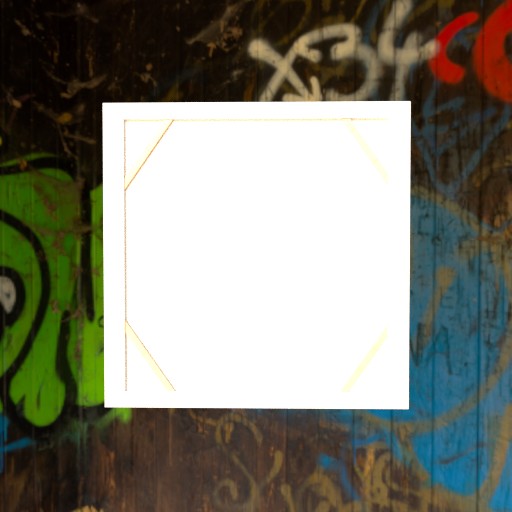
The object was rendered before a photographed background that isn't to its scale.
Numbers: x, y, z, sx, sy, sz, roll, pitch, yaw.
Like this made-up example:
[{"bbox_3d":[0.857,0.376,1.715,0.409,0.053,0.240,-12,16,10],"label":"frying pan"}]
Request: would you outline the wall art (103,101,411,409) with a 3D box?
[{"bbox_3d":[0.000,0.000,0.902,0.610,0.610,0.038,0,1,1],"label":"wall art"}]
